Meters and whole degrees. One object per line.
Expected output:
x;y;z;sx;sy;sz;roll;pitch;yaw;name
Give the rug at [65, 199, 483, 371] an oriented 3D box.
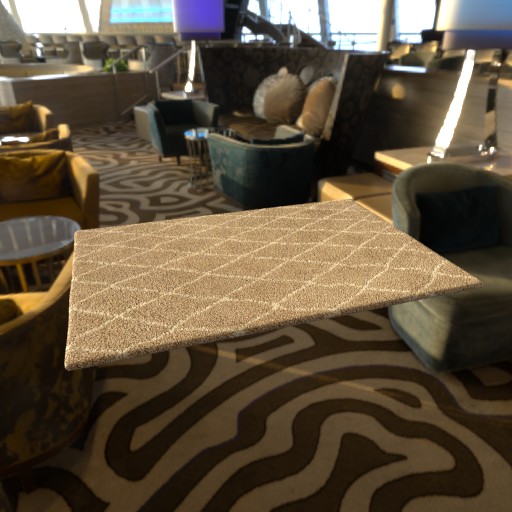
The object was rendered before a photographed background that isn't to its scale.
0.000;0.000;2.273;1.778;0.030;1.219;-9;28;-16;rug
